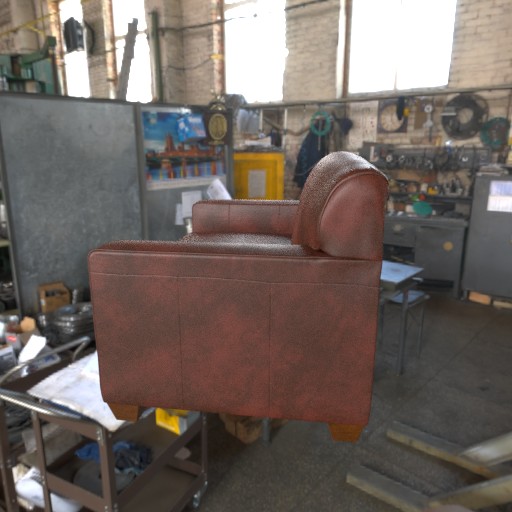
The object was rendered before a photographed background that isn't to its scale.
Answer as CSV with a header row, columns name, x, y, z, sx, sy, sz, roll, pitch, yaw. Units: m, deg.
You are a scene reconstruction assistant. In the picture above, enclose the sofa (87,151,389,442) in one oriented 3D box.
name,x,y,z,sx,sy,sz,roll,pitch,yaw
sofa,0.000,0.000,2.080,1.000,0.956,1.413,2,14,8
